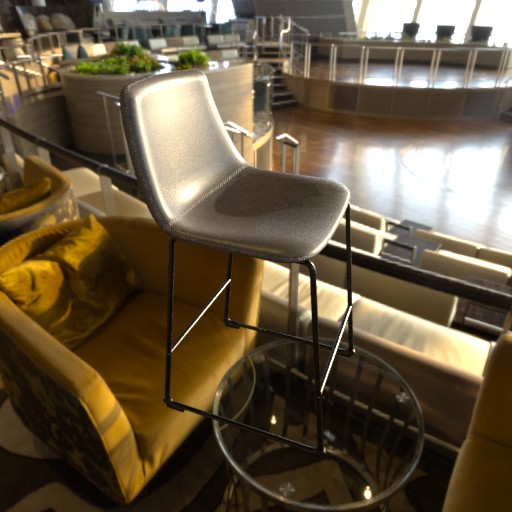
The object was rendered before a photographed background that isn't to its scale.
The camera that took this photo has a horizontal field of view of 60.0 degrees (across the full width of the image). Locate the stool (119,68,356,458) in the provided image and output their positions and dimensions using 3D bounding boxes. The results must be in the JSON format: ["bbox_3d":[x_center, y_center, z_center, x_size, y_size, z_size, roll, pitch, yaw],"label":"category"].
[{"bbox_3d":[0.000,0.000,1.180,0.546,0.876,0.470,11,32,19],"label":"stool"}]
